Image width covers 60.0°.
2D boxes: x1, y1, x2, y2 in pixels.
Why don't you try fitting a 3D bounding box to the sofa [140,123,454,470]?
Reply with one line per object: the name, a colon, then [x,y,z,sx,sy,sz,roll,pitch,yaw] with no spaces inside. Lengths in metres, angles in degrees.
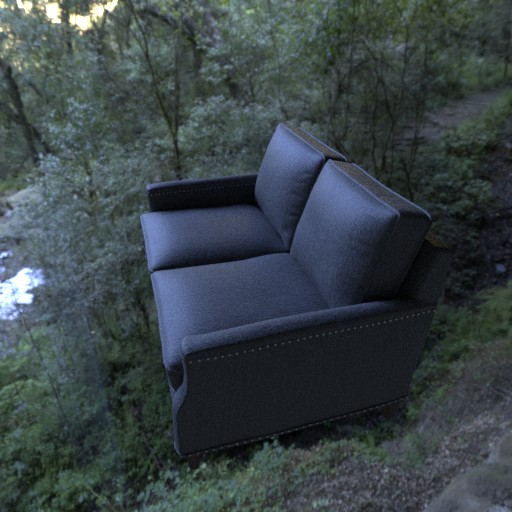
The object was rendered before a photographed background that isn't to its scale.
sofa: [0.000,0.000,2.263,1.084,1.003,1.597,-8,31,-14]
